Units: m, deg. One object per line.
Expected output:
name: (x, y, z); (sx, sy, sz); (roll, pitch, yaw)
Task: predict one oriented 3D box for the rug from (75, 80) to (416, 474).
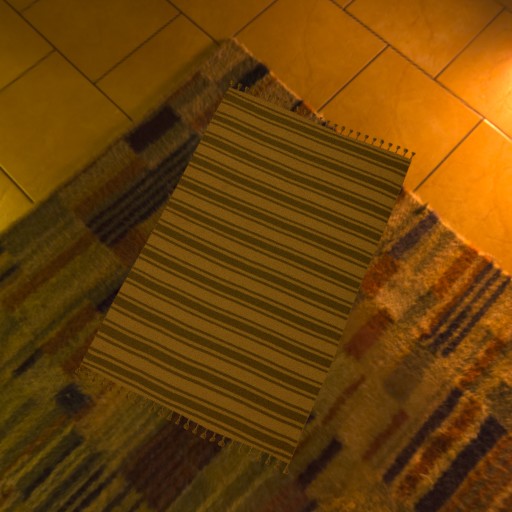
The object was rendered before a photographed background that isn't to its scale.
rug: (0.000, 0.000, 2.378); (1.162, 0.013, 1.875); (24, 77, 6)
